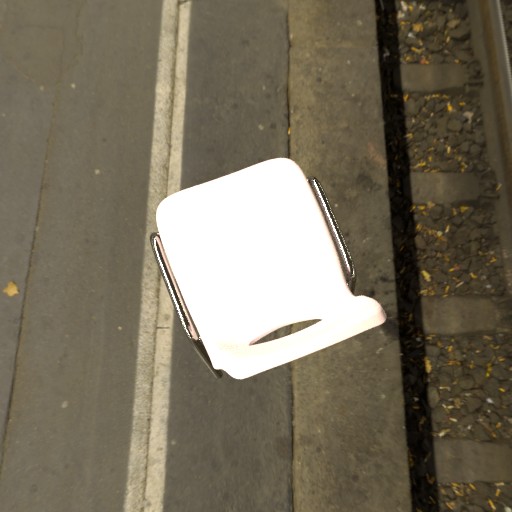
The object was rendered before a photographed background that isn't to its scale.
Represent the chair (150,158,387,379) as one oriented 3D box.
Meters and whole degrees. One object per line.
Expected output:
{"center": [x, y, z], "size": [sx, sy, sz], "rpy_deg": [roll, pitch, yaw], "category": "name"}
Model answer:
{"center": [0.000, 0.000, 0.807], "size": [0.354, 0.537, 0.385], "rpy_deg": [-20, 77, -5], "category": "chair"}
